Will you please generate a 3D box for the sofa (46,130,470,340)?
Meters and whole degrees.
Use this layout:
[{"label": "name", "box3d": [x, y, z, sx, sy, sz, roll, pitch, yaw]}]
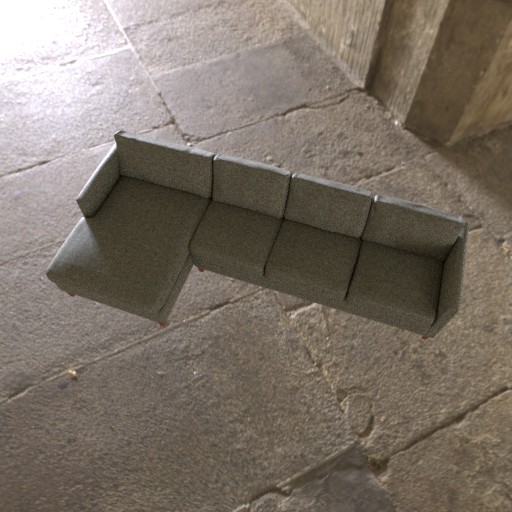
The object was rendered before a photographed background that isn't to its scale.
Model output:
[{"label": "sofa", "box3d": [0.000, 0.000, 4.042, 3.485, 0.960, 1.635, 16, 60, 10]}]
